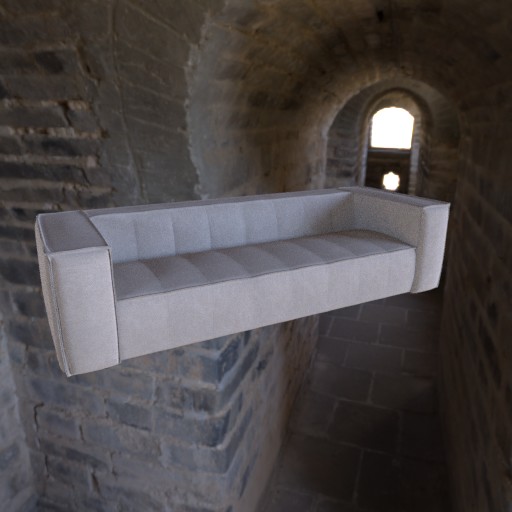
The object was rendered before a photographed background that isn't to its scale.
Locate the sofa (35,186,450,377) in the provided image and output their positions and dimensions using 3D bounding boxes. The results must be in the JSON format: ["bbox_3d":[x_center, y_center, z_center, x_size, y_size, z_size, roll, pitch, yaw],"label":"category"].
[{"bbox_3d":[0.000,0.000,3.077,2.697,0.680,1.038,-9,19,-26],"label":"sofa"}]
